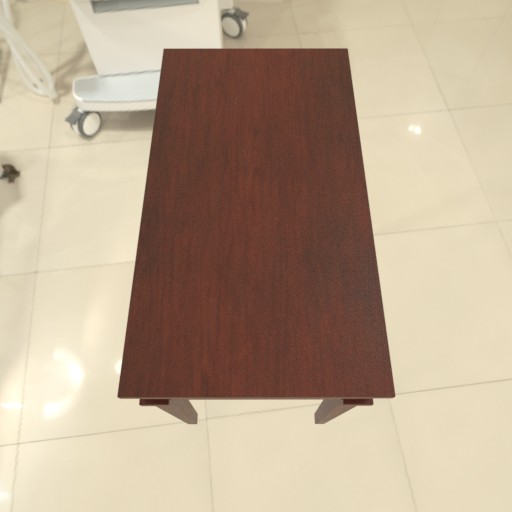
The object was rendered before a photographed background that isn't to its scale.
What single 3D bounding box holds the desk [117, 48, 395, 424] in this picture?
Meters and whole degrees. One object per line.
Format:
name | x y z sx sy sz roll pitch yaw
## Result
desk | 0.000 0.000 1.435 0.549 0.762 1.001 0 63 0
